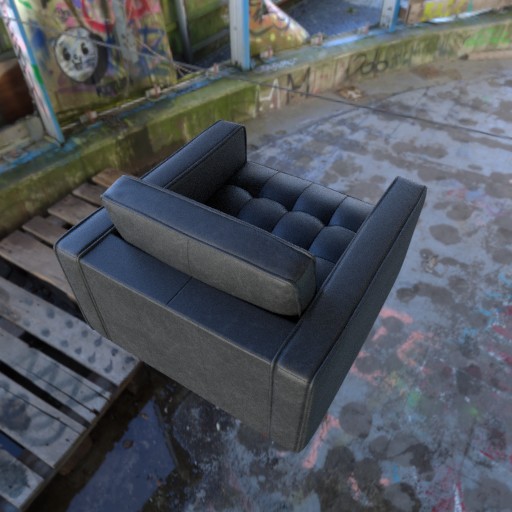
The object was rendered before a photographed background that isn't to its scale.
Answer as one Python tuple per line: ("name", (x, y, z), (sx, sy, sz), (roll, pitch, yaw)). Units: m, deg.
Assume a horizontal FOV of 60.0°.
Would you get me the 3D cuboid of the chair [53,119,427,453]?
("chair", (0.000, 0.000, 1.563), (0.889, 0.763, 0.914), (24, 51, 21))
